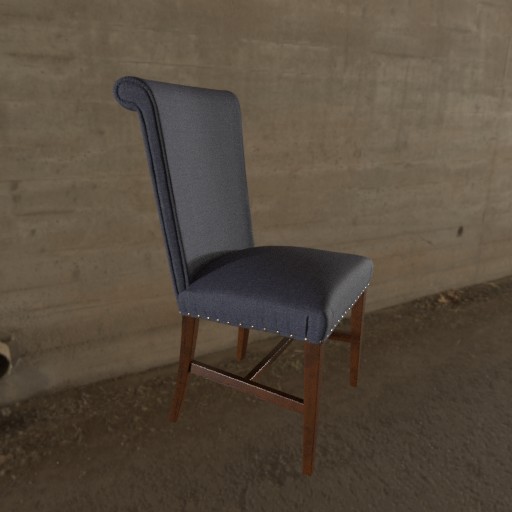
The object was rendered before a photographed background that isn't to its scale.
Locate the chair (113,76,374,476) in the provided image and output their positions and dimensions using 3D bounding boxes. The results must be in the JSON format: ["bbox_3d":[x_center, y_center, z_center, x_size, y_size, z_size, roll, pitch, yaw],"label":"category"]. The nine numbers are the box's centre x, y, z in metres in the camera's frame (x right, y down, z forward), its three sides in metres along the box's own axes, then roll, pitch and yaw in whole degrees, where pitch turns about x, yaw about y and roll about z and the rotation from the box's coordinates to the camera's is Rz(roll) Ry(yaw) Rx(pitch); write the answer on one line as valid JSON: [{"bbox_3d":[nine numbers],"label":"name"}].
[{"bbox_3d":[0.000,0.000,1.334,0.608,0.988,0.513,8,18,26],"label":"chair"}]
